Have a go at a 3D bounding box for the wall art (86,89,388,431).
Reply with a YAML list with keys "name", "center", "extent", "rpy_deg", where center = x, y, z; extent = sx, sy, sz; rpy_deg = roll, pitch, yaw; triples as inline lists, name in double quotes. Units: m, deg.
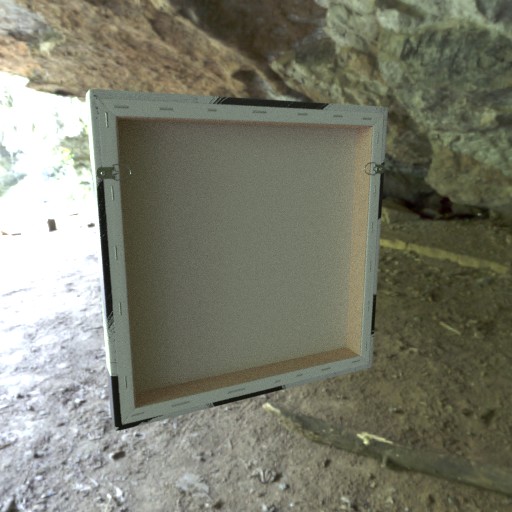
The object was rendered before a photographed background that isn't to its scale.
- name: "wall art"
  center: [0.000, 0.000, 0.761]
  extent: [0.507, 0.508, 0.050]
  rpy_deg: [-6, 14, -25]
